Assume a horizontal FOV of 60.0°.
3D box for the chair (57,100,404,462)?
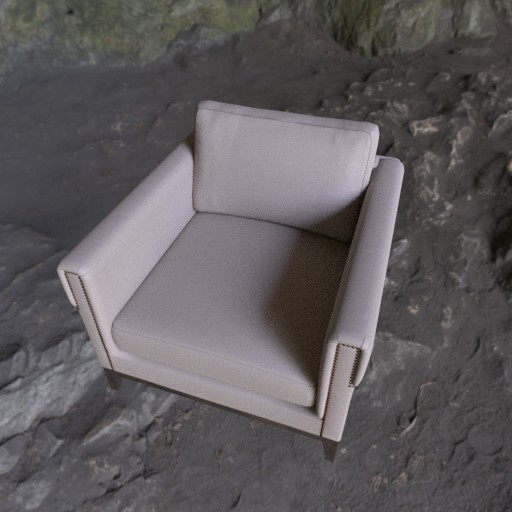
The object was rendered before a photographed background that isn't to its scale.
[{"bbox_3d":[0.000,0.000,1.652,0.914,0.838,0.959,13,43,14],"label":"chair"}]
